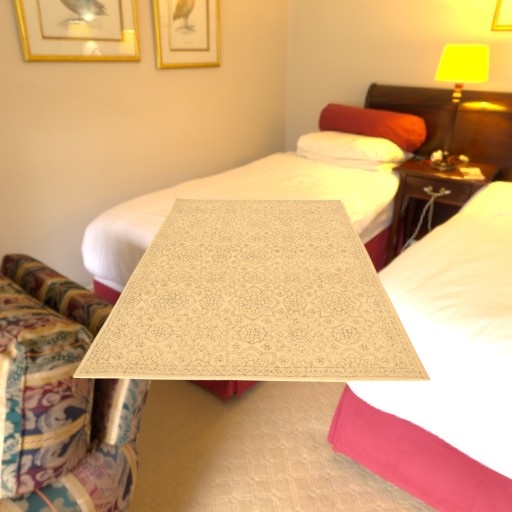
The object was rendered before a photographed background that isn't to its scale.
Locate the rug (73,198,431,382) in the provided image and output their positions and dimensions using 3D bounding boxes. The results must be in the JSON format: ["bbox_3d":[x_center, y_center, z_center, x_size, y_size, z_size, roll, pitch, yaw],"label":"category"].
[{"bbox_3d":[0.000,0.000,2.962,1.518,0.023,2.434,0,25,1],"label":"rug"}]
